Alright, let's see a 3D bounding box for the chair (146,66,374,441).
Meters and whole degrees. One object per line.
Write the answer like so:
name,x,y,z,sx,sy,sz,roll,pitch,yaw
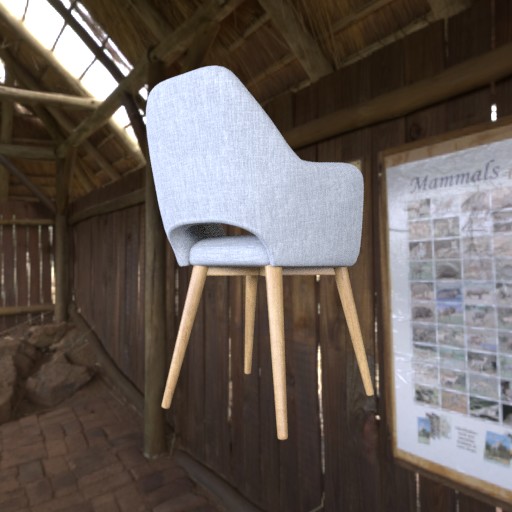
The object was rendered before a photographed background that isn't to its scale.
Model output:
chair,0.000,0.000,1.256,0.590,0.840,0.610,-1,-1,35
